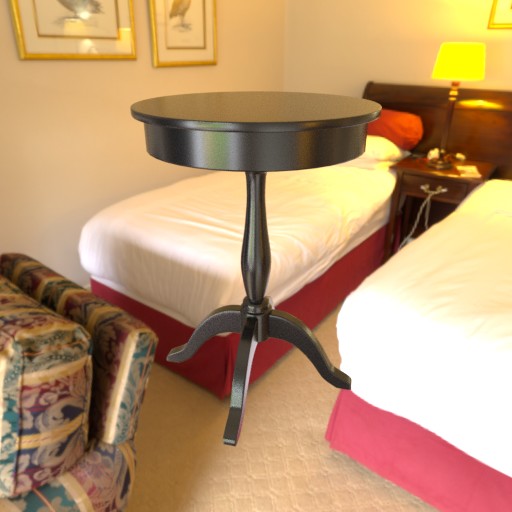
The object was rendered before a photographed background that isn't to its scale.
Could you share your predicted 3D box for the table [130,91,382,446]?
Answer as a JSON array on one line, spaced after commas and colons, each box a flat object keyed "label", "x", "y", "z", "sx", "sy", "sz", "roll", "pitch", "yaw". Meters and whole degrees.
[{"label": "table", "x": 0.000, "y": 0.000, "z": 1.009, "sx": 0.481, "sy": 0.665, "sz": 0.481, "roll": 0, "pitch": 26, "yaw": 0}]
